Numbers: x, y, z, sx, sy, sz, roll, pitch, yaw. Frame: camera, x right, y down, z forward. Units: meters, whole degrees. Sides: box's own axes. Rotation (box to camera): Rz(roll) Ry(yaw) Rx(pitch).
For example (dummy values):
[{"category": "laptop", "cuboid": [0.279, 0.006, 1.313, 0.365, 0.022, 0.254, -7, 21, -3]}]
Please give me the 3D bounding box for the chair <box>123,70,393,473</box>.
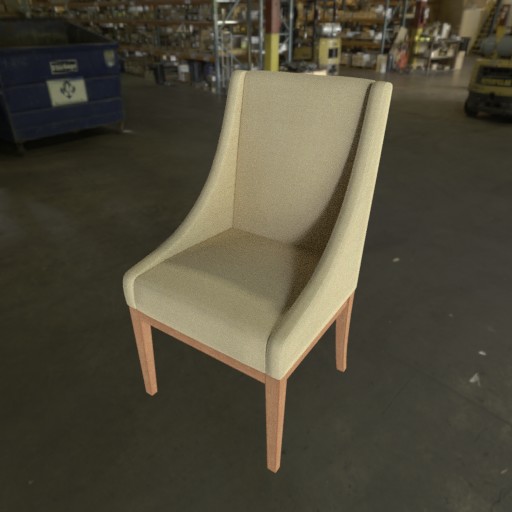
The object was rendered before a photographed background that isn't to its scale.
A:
[{"category": "chair", "cuboid": [0.000, 0.000, 1.399, 0.575, 1.021, 0.611, 19, 34, 31]}]
